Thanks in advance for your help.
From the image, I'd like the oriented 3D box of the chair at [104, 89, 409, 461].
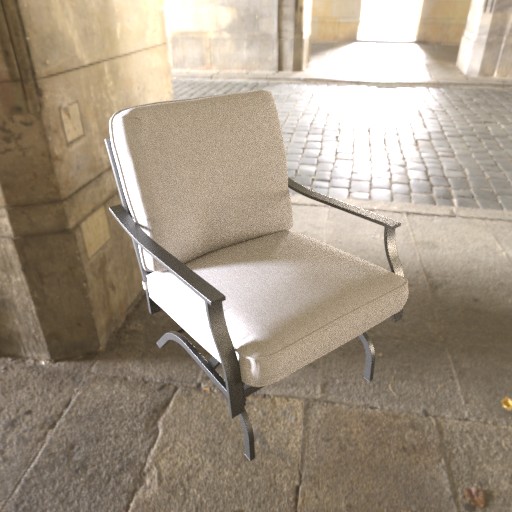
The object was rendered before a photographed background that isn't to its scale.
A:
[{"bbox_3d":[0.000,0.000,1.390,0.650,0.860,0.787,-21,37,-31],"label":"chair"}]
